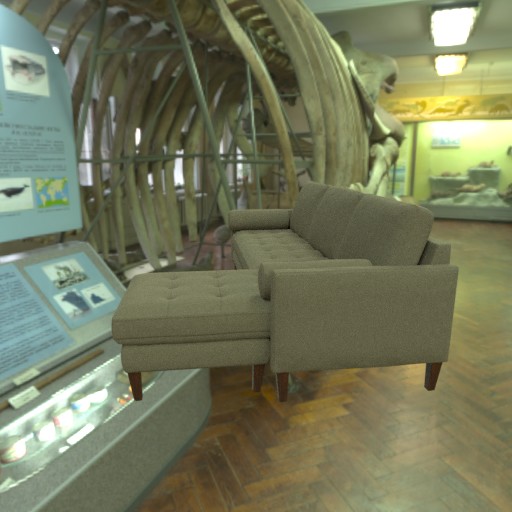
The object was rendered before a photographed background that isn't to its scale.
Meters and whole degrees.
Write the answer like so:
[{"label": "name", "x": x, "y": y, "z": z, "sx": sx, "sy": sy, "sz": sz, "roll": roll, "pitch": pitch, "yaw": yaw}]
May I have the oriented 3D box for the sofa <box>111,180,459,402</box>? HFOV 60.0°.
[{"label": "sofa", "x": 0.000, "y": 0.000, "z": 2.914, "sx": 1.506, "sy": 0.875, "sz": 2.178, "roll": -2, "pitch": 13, "yaw": -8}]
